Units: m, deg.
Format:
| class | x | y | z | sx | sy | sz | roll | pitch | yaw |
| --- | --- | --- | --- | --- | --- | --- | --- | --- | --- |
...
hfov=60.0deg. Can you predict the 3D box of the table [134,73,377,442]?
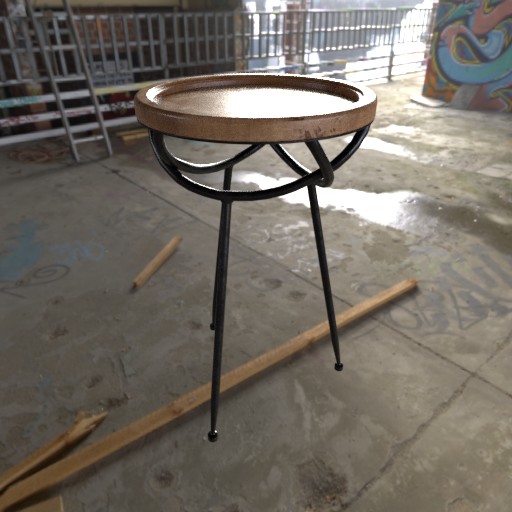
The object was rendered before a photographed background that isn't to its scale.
| class | x | y | z | sx | sy | sz | roll | pitch | yaw |
| --- | --- | --- | --- | --- | --- | --- | --- | --- | --- |
| table | 0.000 | 0.000 | 0.933 | 0.414 | 0.664 | 0.418 | -11 | 32 | -18 |
